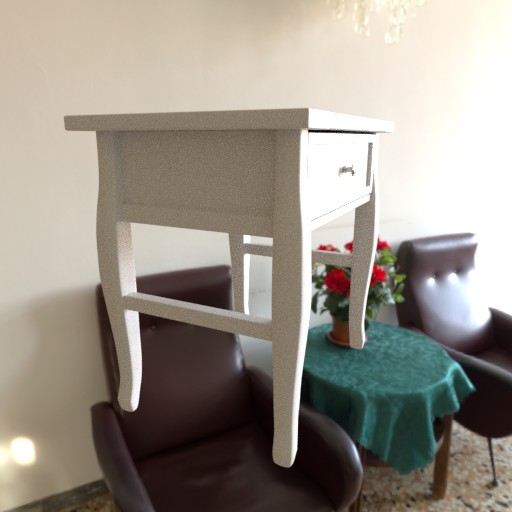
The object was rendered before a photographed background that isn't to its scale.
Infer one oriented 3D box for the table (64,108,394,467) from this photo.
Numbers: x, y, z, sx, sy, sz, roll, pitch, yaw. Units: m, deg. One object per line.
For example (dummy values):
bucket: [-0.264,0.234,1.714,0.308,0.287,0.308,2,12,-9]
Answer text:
table: [0.000,0.000,1.019,0.463,0.605,0.599,7,17,26]
